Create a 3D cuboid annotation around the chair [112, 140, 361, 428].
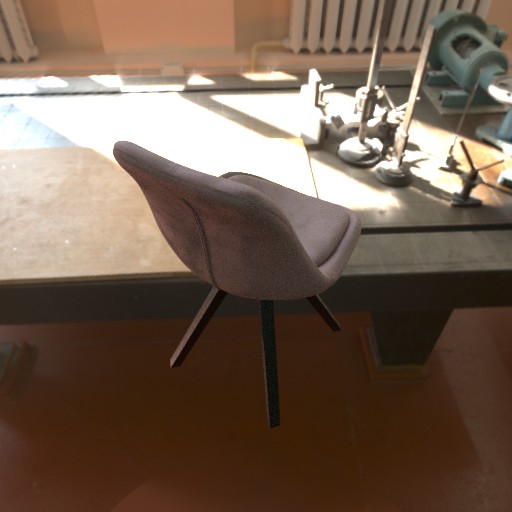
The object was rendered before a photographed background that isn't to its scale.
[{"bbox_3d":[0.000,0.000,1.197,0.483,0.865,0.547,24,50,22],"label":"chair"}]
